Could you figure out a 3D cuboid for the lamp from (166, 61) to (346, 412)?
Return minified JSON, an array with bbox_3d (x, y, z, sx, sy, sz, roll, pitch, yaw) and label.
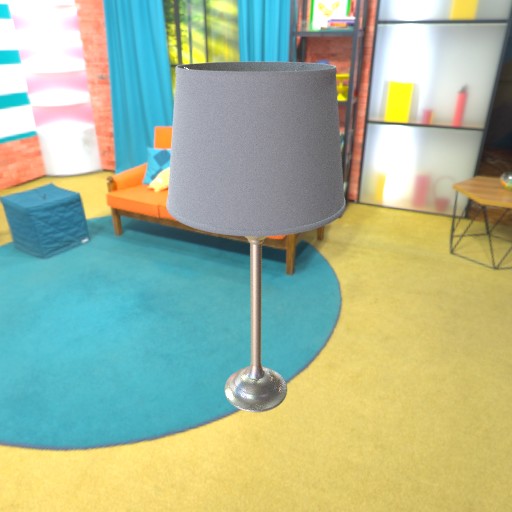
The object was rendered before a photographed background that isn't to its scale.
[{"bbox_3d":[0.000,0.000,0.884,0.331,0.698,0.331,0,27,0],"label":"lamp"}]
